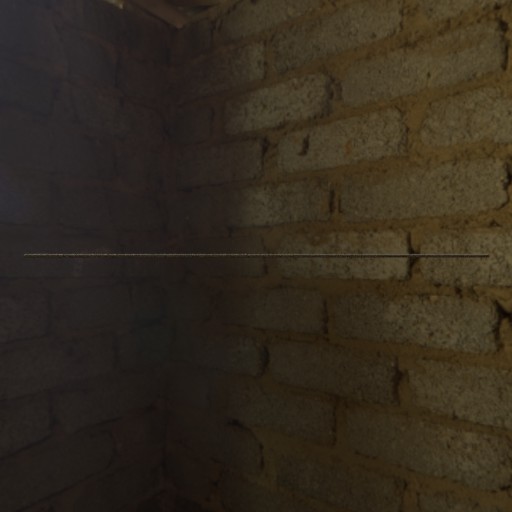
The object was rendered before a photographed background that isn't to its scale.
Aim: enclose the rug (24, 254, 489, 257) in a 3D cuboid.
[{"bbox_3d":[0.000,0.000,2.790,2.132,0.015,1.526,0,0,-1],"label":"rug"}]
